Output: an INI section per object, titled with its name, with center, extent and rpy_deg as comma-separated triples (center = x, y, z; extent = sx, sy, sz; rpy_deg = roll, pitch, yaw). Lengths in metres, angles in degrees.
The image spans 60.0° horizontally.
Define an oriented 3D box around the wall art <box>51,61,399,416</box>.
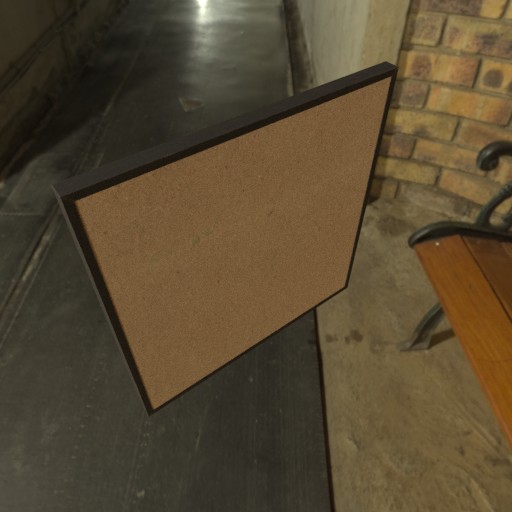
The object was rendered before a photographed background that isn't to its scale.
[wall art]
center = 0.000, 0.000, 1.106
extent = 0.762, 0.762, 0.038
rpy_deg = -29, 53, -25
